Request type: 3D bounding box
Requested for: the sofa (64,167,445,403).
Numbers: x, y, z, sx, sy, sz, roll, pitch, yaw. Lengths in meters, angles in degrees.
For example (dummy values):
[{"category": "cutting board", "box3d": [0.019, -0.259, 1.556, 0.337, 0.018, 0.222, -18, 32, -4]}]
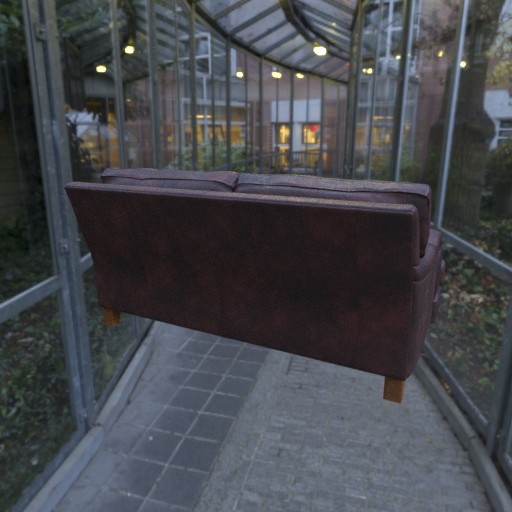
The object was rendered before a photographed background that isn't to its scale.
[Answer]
[{"category": "sofa", "box3d": [0.000, 0.000, 2.804, 2.144, 1.071, 1.147, 8, 17, 27]}]
